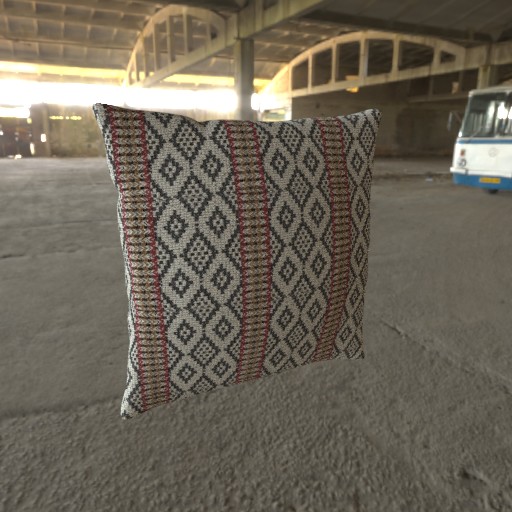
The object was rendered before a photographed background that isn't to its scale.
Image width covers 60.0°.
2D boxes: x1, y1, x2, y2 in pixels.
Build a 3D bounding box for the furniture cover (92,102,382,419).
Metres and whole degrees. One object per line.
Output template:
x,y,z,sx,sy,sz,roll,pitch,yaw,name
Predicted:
0.000,0.000,0.782,0.503,0.506,0.182,-7,16,-25,furniture cover
